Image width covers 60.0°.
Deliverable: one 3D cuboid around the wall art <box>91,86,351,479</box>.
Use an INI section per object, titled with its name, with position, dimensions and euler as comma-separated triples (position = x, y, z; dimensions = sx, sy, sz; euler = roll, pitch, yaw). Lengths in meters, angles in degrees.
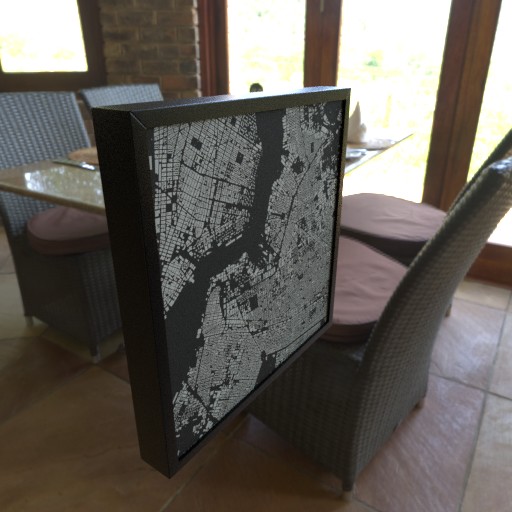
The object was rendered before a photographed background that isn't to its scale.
[wall art]
position = 0.000, 0.000, 0.436
dimensions = 0.037, 0.299, 0.299
euler = 16, 29, 33
